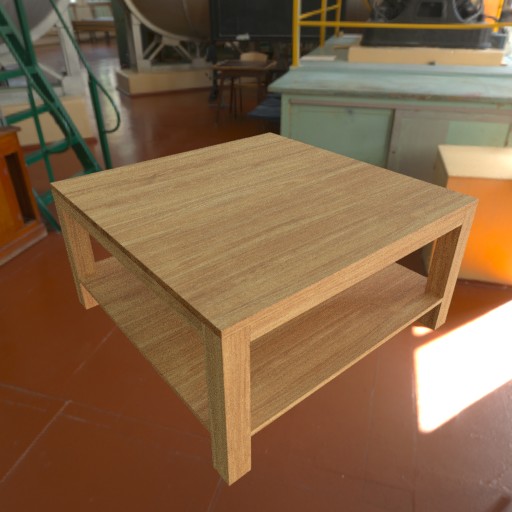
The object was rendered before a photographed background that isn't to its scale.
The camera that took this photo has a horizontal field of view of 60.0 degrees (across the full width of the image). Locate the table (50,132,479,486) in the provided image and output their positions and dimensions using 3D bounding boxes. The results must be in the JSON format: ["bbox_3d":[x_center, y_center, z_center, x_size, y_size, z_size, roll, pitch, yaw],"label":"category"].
[{"bbox_3d":[0.000,0.000,1.425,0.900,0.450,0.900,-23,38,-33],"label":"table"}]
